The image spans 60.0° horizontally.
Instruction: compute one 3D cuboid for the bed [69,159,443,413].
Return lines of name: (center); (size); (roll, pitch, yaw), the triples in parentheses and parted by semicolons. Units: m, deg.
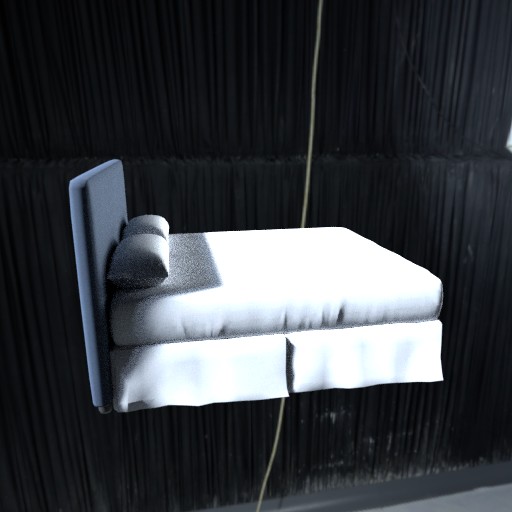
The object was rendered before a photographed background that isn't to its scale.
bed: (0.000, 0.000, 3.243); (2.162, 1.330, 1.713); (-3, 16, -11)
